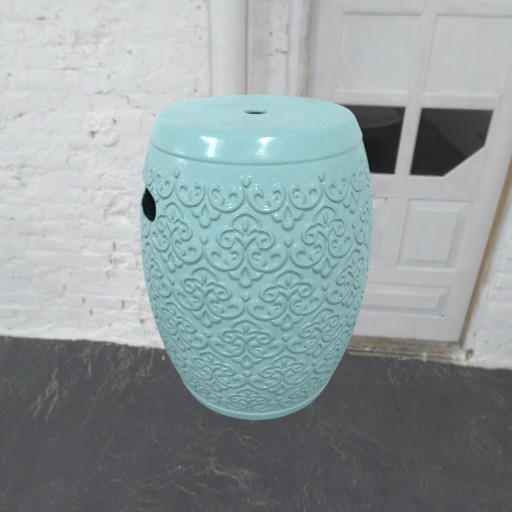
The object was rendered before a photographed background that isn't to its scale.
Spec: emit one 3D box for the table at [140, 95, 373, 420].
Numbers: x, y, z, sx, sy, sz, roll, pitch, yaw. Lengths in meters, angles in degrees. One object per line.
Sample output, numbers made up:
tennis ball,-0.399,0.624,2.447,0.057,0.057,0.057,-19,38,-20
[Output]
table,0.000,0.000,0.622,0.309,0.397,0.309,0,29,0
